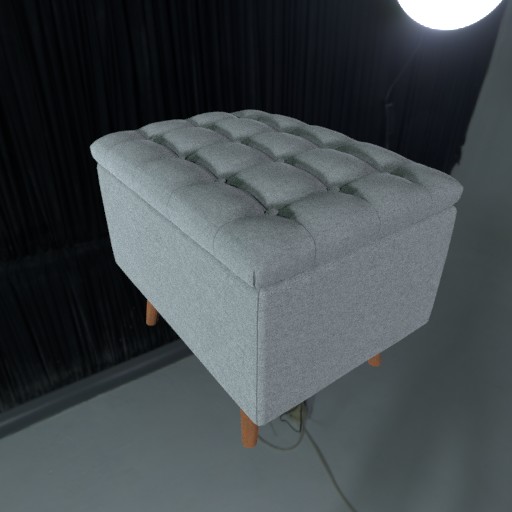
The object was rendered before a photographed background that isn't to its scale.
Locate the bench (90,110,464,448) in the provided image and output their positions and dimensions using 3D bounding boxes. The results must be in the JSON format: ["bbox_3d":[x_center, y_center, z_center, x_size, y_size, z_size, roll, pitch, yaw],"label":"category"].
[{"bbox_3d":[0.000,0.000,0.894,0.417,0.469,0.572,-21,37,-30],"label":"bench"}]
